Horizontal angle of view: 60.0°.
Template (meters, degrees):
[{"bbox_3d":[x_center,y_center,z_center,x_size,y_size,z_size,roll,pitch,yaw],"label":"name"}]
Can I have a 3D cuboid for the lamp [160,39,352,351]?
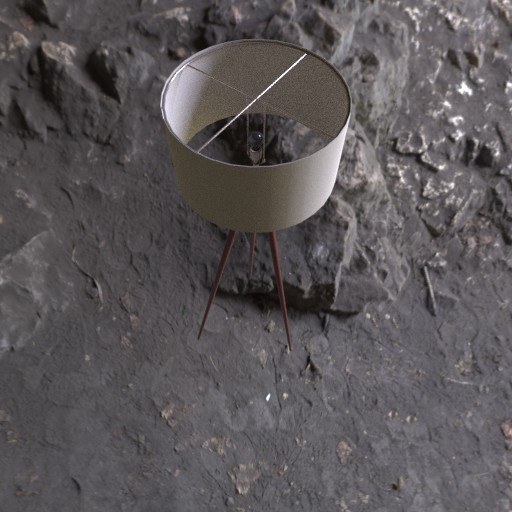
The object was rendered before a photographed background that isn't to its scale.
[{"bbox_3d":[0.000,0.000,1.784,0.483,1.553,0.483,32,64,18],"label":"lamp"}]
